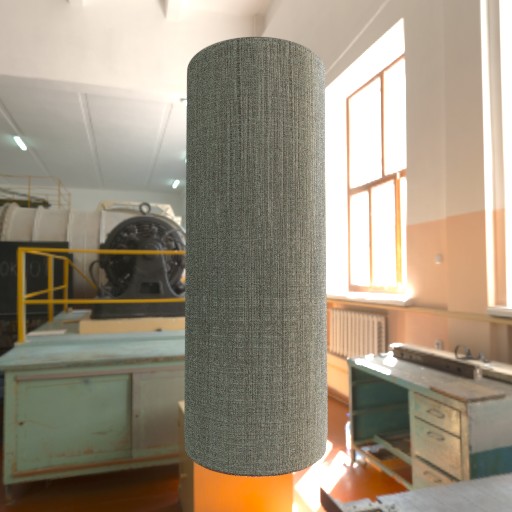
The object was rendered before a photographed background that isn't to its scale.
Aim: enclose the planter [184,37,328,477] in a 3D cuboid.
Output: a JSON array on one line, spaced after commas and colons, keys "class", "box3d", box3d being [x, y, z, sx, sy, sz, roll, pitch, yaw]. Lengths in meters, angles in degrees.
[{"class": "planter", "box3d": [0.000, 0.000, 0.319, 0.100, 0.270, 0.100, -1, -3, 18]}]
